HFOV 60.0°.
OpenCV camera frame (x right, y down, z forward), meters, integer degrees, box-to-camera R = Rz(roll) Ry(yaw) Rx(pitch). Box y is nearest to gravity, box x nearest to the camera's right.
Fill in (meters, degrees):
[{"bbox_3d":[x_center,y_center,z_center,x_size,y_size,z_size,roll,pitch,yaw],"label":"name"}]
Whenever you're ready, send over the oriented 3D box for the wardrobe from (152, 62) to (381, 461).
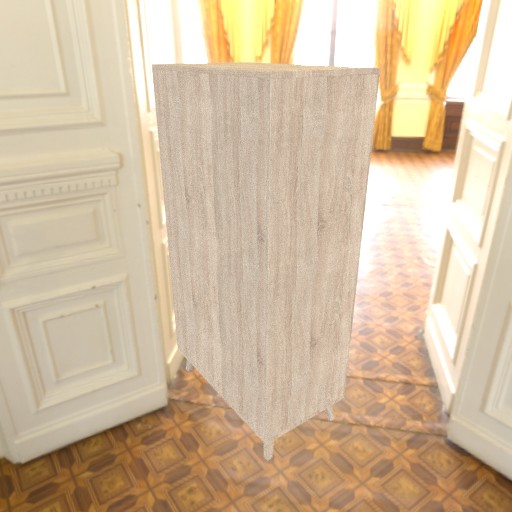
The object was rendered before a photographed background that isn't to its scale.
[{"bbox_3d":[0.000,0.000,2.483,0.600,1.960,1.000,-17,30,-32],"label":"wardrobe"}]
